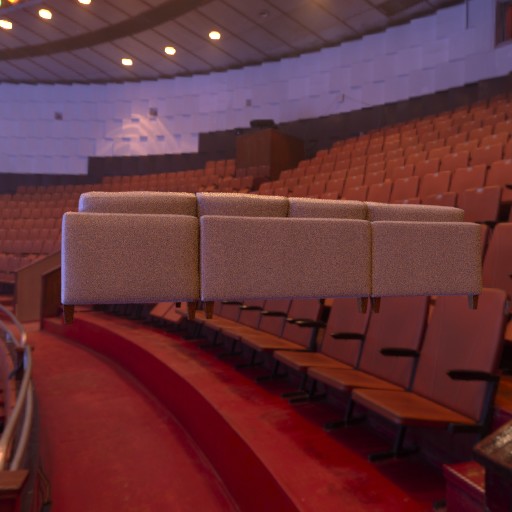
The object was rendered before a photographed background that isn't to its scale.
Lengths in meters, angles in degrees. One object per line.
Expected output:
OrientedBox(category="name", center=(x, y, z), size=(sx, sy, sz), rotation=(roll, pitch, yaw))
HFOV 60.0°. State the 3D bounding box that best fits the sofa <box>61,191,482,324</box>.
OrientedBox(category="sofa", center=(0.000, 0.000, 4.636), size=(3.460, 0.961, 2.594), rotation=(0, -1, -16))
